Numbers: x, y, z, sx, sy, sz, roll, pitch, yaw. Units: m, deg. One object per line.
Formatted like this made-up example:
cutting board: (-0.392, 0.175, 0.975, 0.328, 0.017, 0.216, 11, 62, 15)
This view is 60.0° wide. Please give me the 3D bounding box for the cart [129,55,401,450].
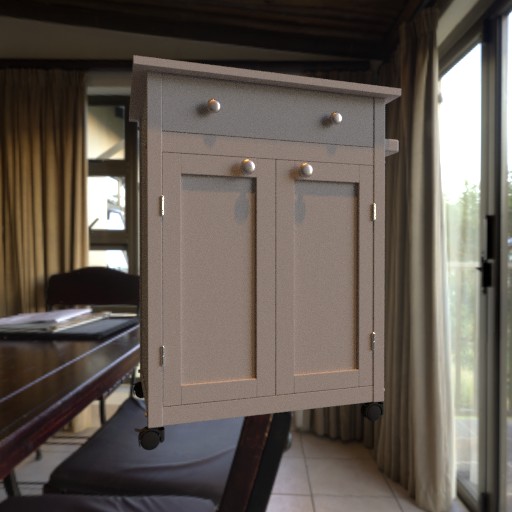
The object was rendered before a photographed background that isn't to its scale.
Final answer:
cart: (0.000, 0.000, 1.262, 0.683, 0.864, 0.442, 0, 1, -17)
